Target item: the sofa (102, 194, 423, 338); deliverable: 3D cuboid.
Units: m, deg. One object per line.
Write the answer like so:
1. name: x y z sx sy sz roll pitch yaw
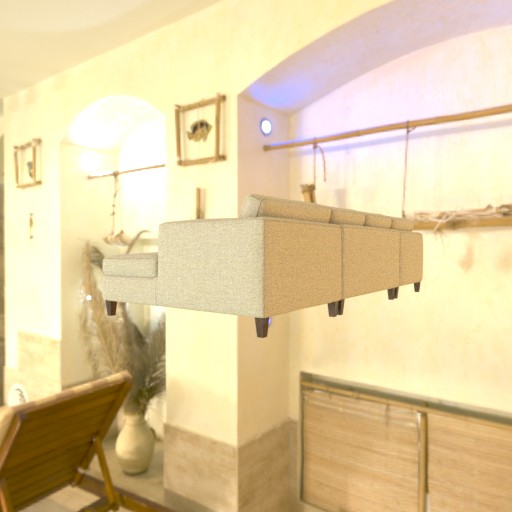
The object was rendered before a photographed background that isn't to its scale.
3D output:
1. sofa: 0.000 0.000 4.663 2.551 0.889 3.403 1 1 36
